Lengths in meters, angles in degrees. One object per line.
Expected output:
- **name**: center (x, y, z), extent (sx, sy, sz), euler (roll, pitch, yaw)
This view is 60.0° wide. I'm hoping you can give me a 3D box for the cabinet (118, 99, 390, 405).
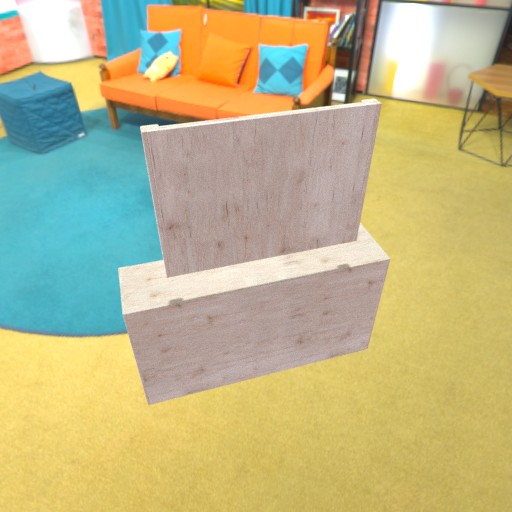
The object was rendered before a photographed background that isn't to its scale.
- **cabinet**: center (0.000, 0.000, 2.807), extent (1.700, 1.981, 0.420), euler (-11, 41, -13)
